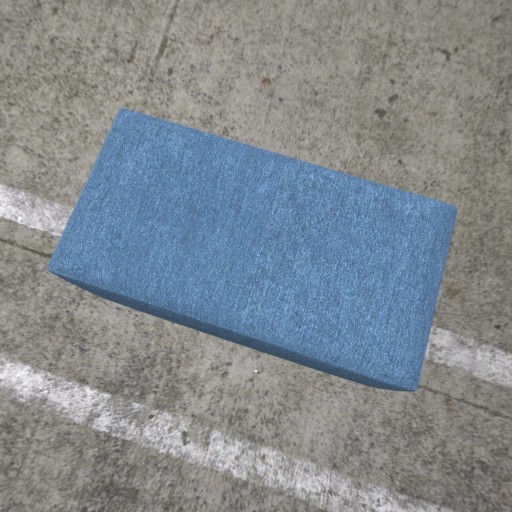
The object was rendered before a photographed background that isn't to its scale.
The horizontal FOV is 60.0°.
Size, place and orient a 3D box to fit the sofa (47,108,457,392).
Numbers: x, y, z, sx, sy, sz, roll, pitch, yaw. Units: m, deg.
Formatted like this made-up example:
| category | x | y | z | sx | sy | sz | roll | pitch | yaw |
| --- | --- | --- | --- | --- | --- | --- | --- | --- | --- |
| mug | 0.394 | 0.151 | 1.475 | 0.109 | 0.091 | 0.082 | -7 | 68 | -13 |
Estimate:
| category | x | y | z | sx | sy | sz | roll | pitch | yaw |
| --- | --- | --- | --- | --- | --- | --- | --- | --- | --- |
| sofa | 0.000 | 0.000 | 1.240 | 0.930 | 0.470 | 0.480 | 17 | 76 | 4 |
